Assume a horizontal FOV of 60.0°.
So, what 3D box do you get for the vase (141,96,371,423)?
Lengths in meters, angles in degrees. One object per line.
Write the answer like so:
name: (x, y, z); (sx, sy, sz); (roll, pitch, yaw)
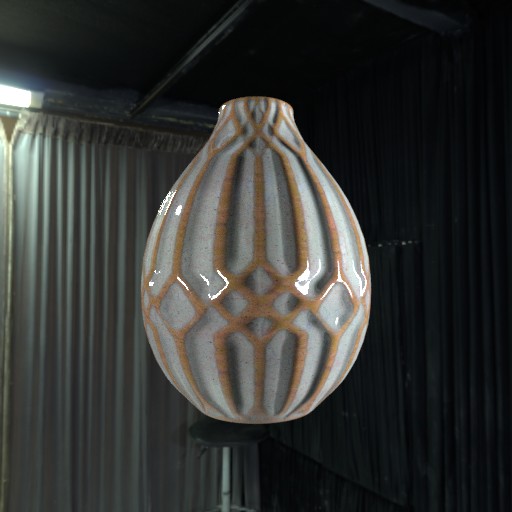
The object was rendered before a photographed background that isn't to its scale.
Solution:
vase: (0.000, 0.000, 0.262); (0.131, 0.175, 0.131); (0, -2, 0)
